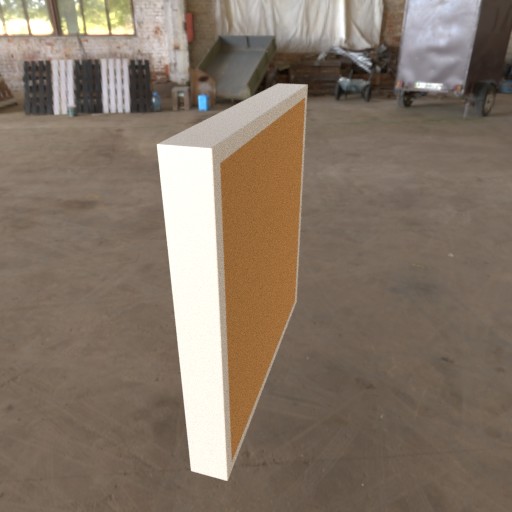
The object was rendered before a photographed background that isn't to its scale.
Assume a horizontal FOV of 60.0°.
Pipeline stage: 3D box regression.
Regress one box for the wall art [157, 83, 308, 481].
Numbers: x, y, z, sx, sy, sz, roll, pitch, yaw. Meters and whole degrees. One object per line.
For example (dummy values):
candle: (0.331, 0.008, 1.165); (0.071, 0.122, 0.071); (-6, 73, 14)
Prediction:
wall art: (0.000, 0.000, 0.467); (0.037, 0.305, 0.305); (8, 29, 15)
